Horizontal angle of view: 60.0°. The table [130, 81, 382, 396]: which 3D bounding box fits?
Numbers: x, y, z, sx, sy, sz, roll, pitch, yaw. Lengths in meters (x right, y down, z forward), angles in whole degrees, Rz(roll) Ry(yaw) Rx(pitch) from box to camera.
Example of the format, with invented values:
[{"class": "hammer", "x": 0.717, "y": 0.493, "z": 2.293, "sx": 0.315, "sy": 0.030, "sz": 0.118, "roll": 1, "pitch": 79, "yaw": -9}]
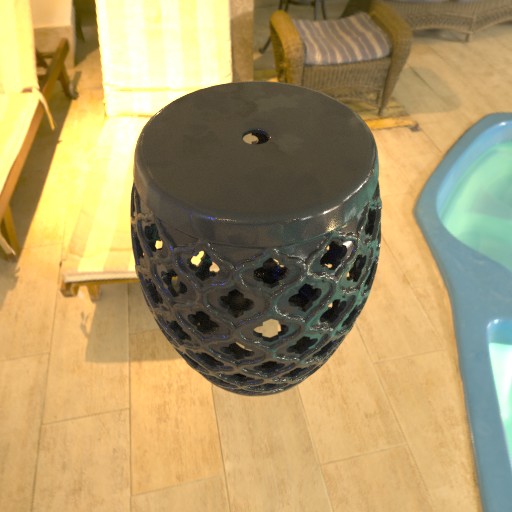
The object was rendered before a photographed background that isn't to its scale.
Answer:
[{"class": "table", "x": 0.000, "y": 0.000, "z": 0.622, "sx": 0.325, "sy": 0.388, "sz": 0.325, "roll": 0, "pitch": 48, "yaw": 0}]
